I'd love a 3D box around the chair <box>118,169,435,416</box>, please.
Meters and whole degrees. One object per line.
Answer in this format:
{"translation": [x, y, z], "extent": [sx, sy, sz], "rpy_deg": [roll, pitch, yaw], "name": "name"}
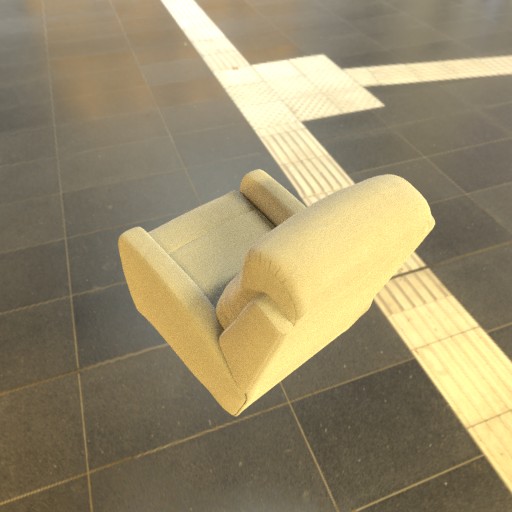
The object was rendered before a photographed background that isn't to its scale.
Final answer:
{"translation": [0.000, 0.000, 1.768], "extent": [0.798, 1.013, 1.043], "rpy_deg": [-31, 53, -27], "name": "chair"}
